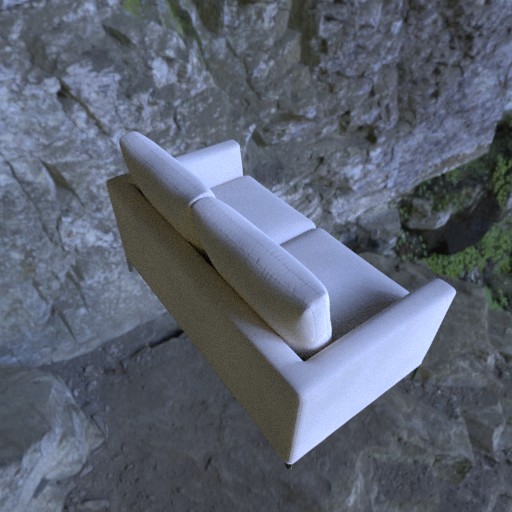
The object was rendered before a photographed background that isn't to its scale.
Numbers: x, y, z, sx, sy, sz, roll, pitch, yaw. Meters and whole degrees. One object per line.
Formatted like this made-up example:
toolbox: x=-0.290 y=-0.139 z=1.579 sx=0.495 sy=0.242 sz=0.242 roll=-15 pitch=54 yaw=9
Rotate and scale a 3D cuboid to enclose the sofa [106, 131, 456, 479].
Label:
sofa: x=0.000 y=0.000 z=2.356 sx=0.906 sy=0.995 sz=1.739 roll=-26 pitch=48 yaw=-26
